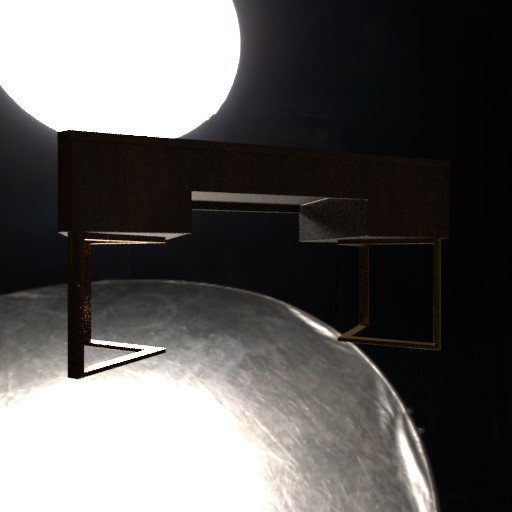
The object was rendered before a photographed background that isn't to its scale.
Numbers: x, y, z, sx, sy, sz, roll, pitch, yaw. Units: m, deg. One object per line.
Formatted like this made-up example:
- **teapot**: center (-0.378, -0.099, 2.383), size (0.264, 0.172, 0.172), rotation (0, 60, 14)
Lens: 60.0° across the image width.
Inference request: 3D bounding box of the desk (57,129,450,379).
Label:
- **desk**: center (0.000, 0.000, 1.875), size (1.479, 0.762, 0.684), rotation (0, 0, -18)
